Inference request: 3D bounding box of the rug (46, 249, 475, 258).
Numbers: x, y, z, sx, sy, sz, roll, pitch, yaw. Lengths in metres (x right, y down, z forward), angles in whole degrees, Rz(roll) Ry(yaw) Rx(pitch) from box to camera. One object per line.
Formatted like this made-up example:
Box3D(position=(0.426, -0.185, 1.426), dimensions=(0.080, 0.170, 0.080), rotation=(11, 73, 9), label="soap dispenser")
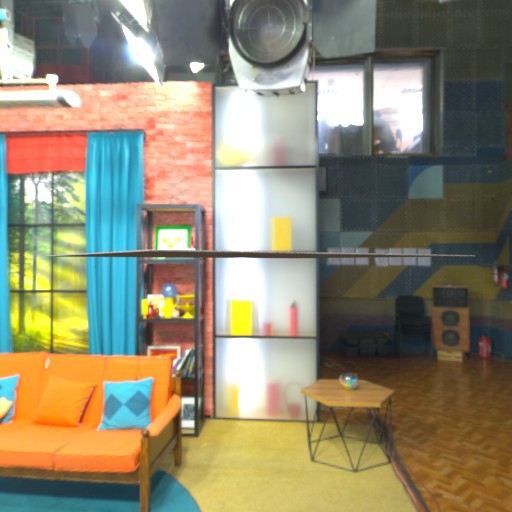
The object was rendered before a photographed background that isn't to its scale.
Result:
Box3D(position=(0.000, 0.000, 3.993), dimensions=(3.036, 0.008, 2.440), rotation=(1, -1, -36), label="rug")
